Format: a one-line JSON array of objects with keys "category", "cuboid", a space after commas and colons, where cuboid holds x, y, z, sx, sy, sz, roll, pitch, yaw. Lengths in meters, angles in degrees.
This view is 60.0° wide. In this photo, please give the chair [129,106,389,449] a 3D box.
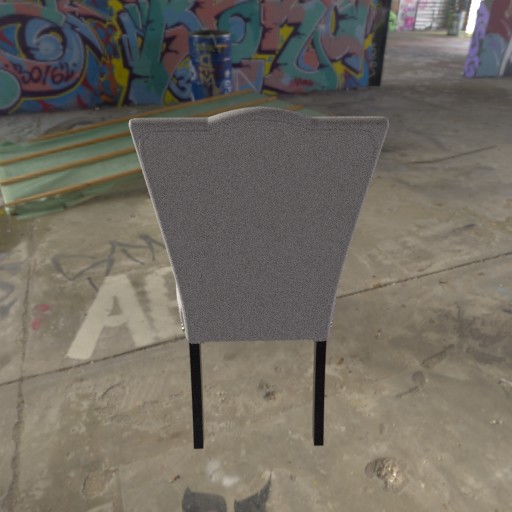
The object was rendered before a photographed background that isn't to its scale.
[{"category": "chair", "cuboid": [0.000, 0.000, 1.287, 0.518, 0.946, 0.589, -1, 31, -1]}]
